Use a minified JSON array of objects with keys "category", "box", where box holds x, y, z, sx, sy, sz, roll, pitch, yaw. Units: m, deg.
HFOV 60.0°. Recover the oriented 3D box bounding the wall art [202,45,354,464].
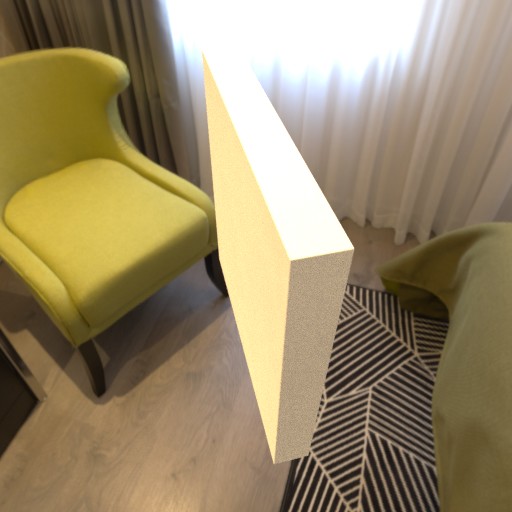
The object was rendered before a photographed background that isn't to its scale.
[{"category":"wall art","box":[0.000,0.000,0.456,0.038,0.305,0.305,-10,46,-10]}]
